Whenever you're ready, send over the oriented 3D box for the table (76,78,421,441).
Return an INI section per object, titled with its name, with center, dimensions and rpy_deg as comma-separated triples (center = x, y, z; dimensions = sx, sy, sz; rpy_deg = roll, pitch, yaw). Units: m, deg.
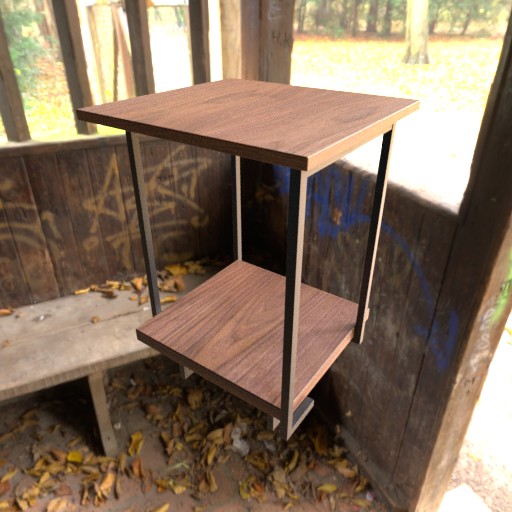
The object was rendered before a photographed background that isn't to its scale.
[table]
center = 0.000, 0.000, 0.858
dimensions = 0.411, 0.567, 0.384
rpy_deg = 20, 36, 30
